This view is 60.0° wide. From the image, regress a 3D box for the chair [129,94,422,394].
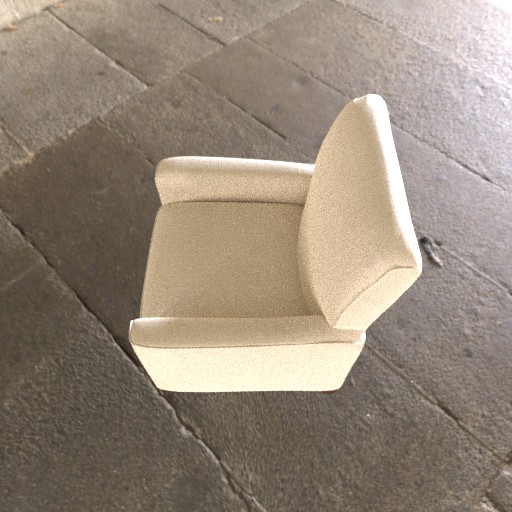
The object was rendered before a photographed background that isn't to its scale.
[{"bbox_3d":[0.000,0.000,1.679,0.858,1.028,0.841,0,57,0],"label":"chair"}]
